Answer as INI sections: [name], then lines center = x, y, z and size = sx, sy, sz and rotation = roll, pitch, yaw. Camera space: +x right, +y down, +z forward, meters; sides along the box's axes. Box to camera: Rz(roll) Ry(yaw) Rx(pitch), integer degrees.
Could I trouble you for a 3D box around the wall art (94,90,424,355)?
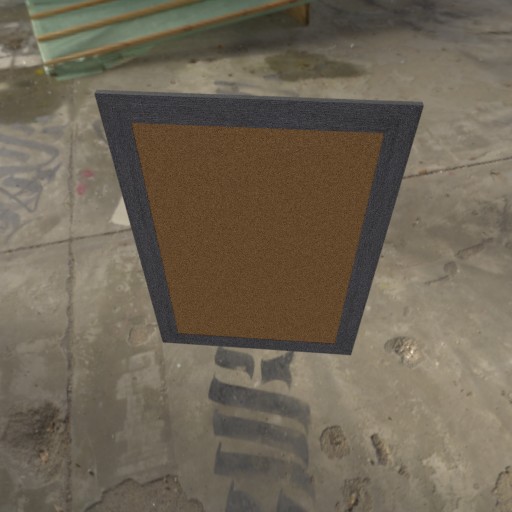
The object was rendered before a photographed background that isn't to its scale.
[wall art]
center = 0.000, 0.000, 1.423
size = 0.768, 1.070, 0.020
rotation = 3, 46, 3
